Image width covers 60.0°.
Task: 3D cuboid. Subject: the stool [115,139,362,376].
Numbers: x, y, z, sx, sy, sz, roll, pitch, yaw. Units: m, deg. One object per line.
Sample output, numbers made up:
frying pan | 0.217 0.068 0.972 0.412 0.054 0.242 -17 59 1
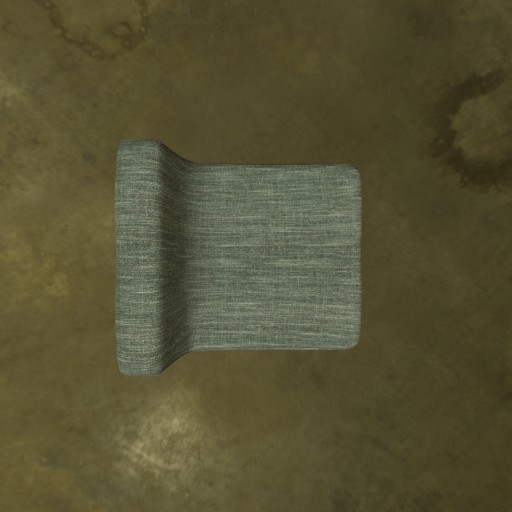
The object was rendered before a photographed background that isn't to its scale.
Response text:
stool | 0.000 0.000 1.254 0.499 0.965 0.426 0 90 1
